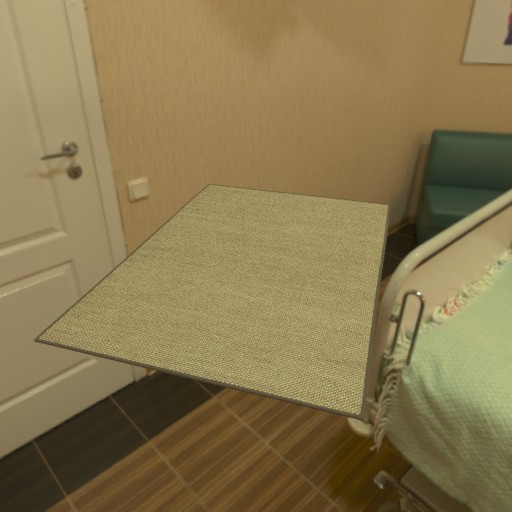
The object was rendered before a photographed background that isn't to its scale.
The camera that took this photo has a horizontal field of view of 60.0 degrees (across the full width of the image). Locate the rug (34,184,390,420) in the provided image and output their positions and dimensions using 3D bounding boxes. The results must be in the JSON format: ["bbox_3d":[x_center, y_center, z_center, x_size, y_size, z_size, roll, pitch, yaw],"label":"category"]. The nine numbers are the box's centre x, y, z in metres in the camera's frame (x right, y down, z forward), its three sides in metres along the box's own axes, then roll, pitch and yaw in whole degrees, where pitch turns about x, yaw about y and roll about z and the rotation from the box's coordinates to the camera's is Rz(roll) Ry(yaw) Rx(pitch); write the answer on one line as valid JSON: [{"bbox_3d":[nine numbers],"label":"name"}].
[{"bbox_3d":[0.000,0.000,2.750,1.523,0.012,2.133,9,31,15],"label":"rug"}]
